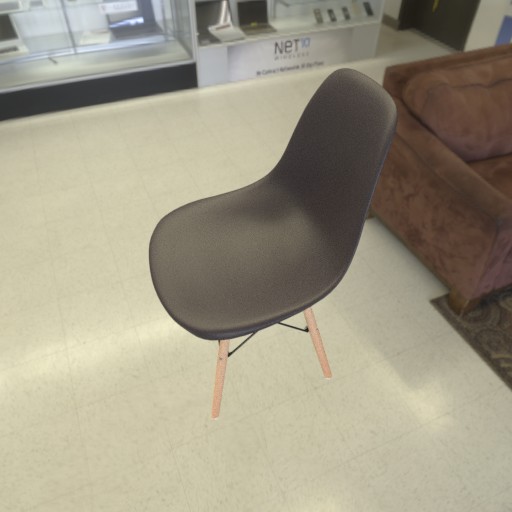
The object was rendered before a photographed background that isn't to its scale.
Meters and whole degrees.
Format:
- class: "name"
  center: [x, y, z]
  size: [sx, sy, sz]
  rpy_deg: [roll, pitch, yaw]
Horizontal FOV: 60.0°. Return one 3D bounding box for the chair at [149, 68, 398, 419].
- class: "chair"
  center: [0.000, 0.000, 1.138]
  size: [0.533, 0.825, 0.470]
  rpy_deg: [-15, 47, -15]
